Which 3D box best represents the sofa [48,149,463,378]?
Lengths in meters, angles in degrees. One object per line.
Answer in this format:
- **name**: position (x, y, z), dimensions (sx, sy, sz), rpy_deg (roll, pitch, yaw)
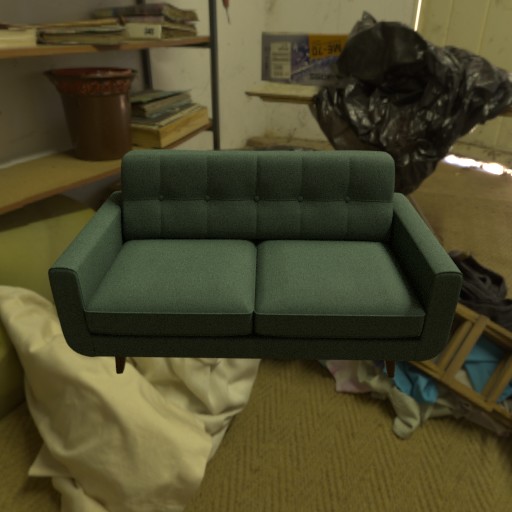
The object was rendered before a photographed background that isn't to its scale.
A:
- **sofa**: position (0.000, 0.000, 2.163), dimensions (1.631, 0.841, 0.909), rpy_deg (1, 29, 1)
